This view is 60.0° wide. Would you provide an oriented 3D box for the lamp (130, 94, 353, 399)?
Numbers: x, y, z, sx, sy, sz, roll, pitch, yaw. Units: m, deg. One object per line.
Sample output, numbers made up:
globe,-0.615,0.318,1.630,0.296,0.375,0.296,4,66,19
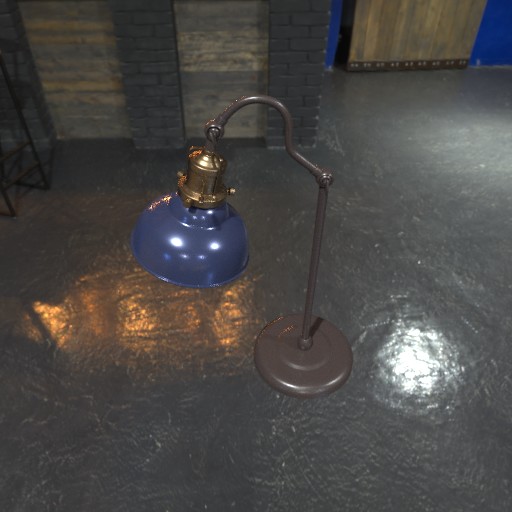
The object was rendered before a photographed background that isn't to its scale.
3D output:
lamp,0.000,0.000,0.695,0.374,0.508,0.192,0,41,0
